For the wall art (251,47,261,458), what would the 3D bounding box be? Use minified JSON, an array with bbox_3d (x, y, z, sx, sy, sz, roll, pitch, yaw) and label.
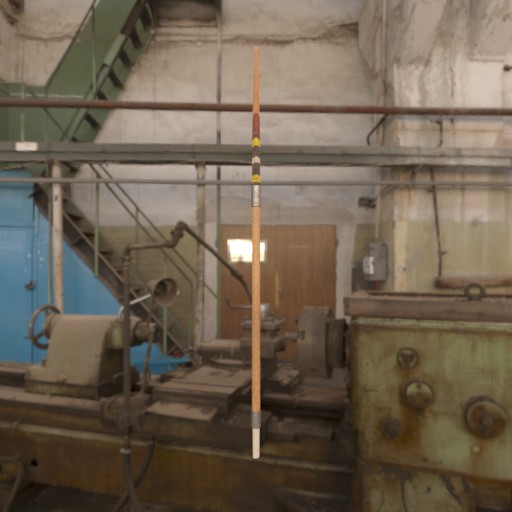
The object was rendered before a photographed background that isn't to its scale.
[{"bbox_3d":[0.000,0.000,1.715,0.038,1.556,0.146,0,0,0],"label":"wall art"}]
